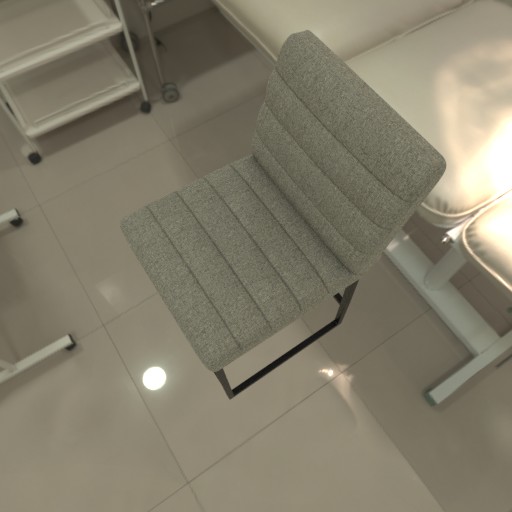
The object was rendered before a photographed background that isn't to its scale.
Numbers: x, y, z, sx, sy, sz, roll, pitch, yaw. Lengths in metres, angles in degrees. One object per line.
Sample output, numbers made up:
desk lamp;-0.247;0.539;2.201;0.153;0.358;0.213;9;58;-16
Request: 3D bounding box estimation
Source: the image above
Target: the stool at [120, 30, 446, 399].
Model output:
stool;0.000;0.000;1.235;0.560;0.940;0.460;-31;68;-14
